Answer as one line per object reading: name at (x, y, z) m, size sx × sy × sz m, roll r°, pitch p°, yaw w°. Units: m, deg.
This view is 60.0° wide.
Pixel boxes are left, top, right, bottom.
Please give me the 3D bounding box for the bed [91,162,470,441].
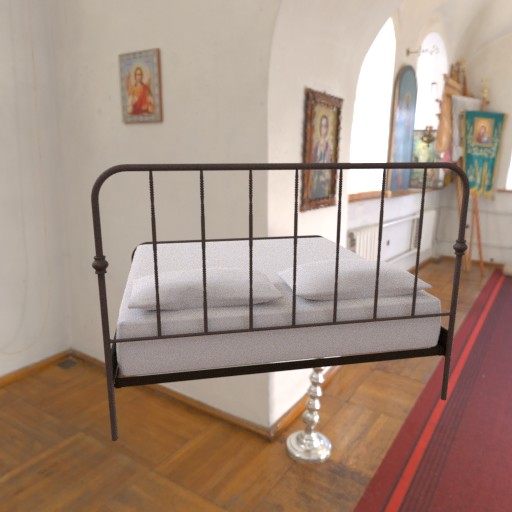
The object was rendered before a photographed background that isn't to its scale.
bed at (0.000, 0.000, 3.384) m, size 2.044 × 1.446 × 2.134 m, roll -3°, pitch 14°, yaw -11°
